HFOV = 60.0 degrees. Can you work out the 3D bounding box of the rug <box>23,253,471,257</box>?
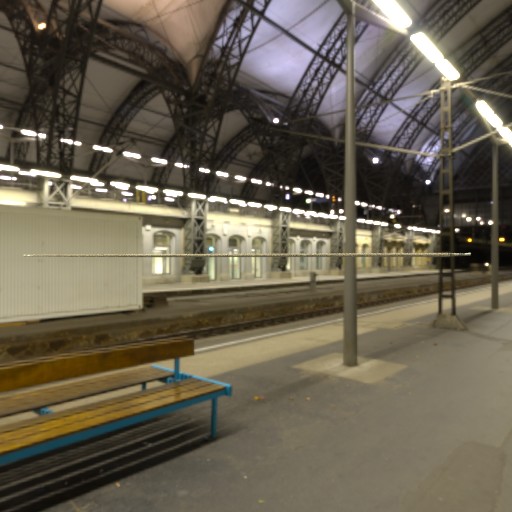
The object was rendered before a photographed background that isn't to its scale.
[{"bbox_3d":[0.000,0.000,2.997,2.438,0.010,1.524,0,0,18],"label":"rug"}]
